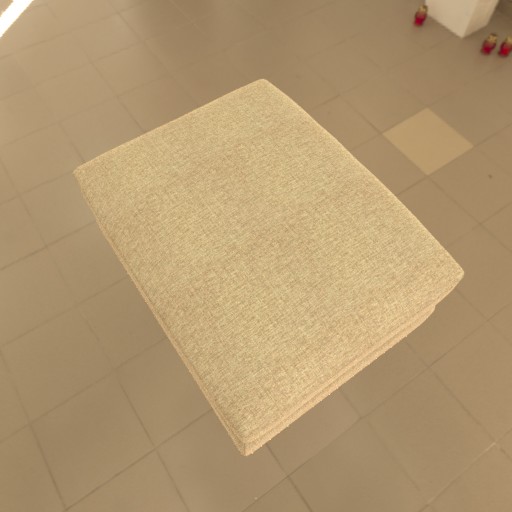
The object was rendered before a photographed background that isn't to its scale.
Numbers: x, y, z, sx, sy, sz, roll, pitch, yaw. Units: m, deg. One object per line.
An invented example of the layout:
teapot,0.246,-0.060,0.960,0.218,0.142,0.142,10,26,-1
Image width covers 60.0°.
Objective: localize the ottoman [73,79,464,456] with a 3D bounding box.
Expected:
ottoman,0.000,0.000,1.140,0.584,0.513,0.741,-32,66,-16
